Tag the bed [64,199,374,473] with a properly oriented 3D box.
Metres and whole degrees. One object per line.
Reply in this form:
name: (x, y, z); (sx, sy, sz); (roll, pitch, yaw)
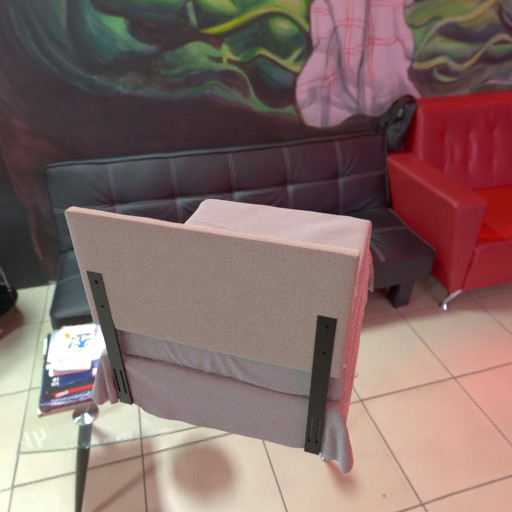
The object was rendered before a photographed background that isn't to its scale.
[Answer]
bed: (0.000, 0.000, 3.500); (1.936, 1.577, 2.222); (9, 34, 14)
